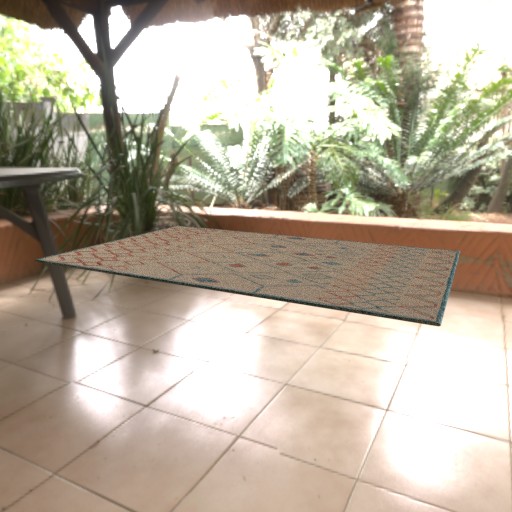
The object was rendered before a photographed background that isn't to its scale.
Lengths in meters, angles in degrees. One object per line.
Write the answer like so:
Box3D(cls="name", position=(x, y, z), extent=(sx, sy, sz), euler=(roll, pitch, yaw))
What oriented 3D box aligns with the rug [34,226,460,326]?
Box3D(cls="rug", position=(0.000, 0.000, 2.984), extent=(2.438, 0.015, 1.524), euler=(7, 15, 26))
